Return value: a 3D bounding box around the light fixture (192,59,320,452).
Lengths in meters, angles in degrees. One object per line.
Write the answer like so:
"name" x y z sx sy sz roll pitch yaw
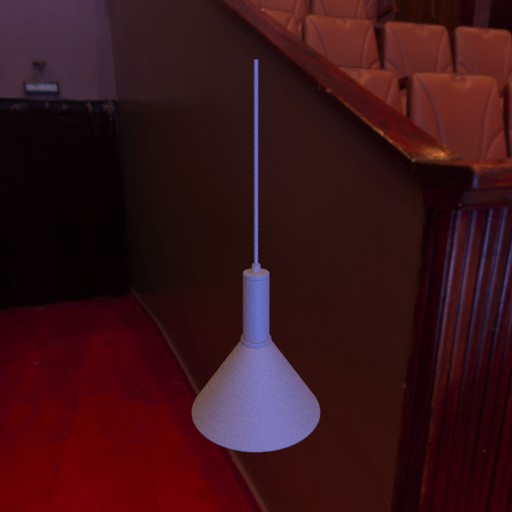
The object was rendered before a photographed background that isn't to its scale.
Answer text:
"light fixture" 0.000 0.000 0.836 0.267 0.683 0.267 -8 18 -25
